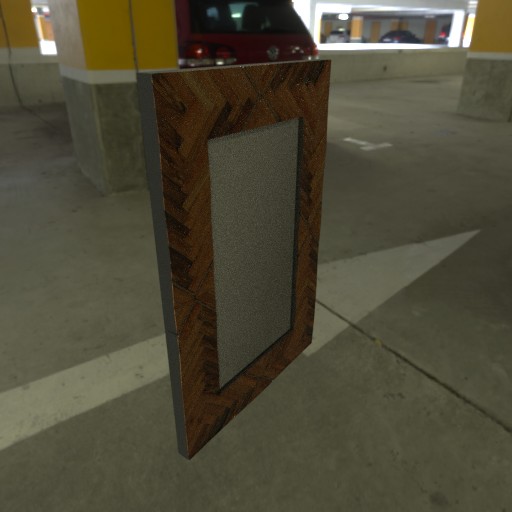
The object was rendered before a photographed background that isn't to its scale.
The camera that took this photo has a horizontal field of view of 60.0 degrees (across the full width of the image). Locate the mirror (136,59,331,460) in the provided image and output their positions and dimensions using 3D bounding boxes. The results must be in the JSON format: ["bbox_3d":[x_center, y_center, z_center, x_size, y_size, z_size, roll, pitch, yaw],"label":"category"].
[{"bbox_3d":[0.000,0.000,1.148,0.044,0.912,0.606,19,32,33],"label":"mirror"}]
